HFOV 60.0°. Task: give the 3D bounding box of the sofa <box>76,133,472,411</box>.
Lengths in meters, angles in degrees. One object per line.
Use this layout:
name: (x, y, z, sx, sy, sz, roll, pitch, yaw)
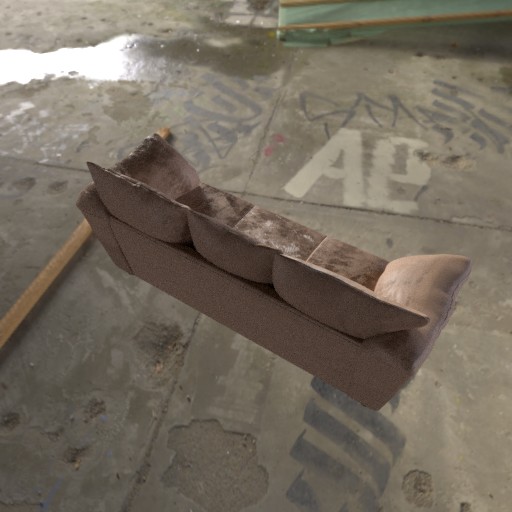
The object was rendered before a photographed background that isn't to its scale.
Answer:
sofa: (0.000, 0.000, 2.872, 2.377, 0.981, 0.893, 25, 53, 21)
